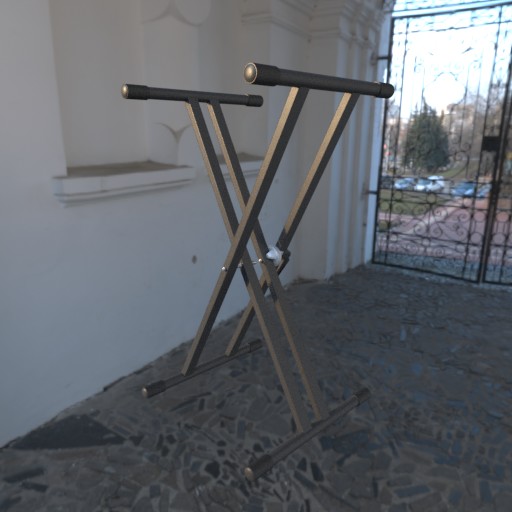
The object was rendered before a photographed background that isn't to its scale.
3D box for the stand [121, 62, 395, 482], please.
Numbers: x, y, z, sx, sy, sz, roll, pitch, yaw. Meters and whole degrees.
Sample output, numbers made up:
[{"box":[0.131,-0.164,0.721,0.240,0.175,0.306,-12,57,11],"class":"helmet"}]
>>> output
[{"box":[0.000,0.000,1.235,0.495,0.900,0.503,-14,21,-42],"class":"stand"}]
